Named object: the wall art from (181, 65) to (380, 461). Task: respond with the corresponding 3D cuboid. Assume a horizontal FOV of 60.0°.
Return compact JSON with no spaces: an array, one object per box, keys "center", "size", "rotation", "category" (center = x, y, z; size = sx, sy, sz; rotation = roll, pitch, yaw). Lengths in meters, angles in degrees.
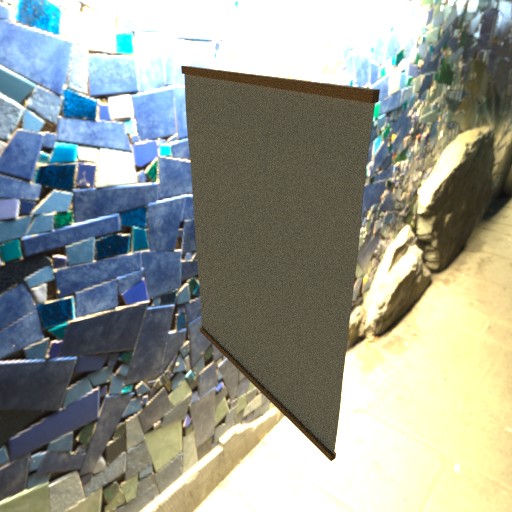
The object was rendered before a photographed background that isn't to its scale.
[{"center":[0.000,0.000,0.797],"size":[0.011,0.605,0.458],"rotation":[-18,32,-31],"category":"wall art"}]
